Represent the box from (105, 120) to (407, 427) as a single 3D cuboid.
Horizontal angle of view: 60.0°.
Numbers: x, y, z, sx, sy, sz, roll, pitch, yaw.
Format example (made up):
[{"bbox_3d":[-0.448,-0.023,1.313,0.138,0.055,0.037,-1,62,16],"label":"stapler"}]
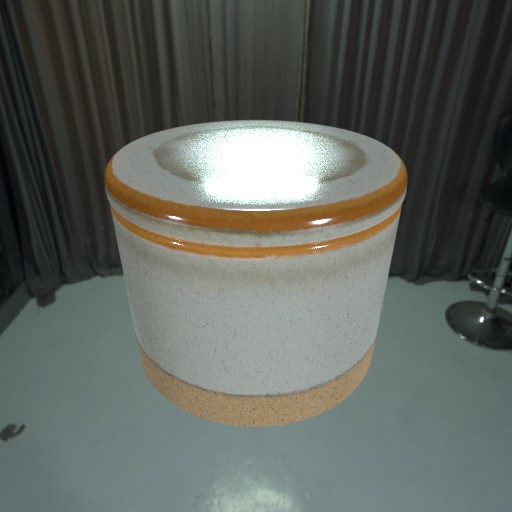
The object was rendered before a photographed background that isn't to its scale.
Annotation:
[{"bbox_3d":[0.000,0.000,0.209,0.123,0.100,0.123,0,30,0],"label":"box"}]
